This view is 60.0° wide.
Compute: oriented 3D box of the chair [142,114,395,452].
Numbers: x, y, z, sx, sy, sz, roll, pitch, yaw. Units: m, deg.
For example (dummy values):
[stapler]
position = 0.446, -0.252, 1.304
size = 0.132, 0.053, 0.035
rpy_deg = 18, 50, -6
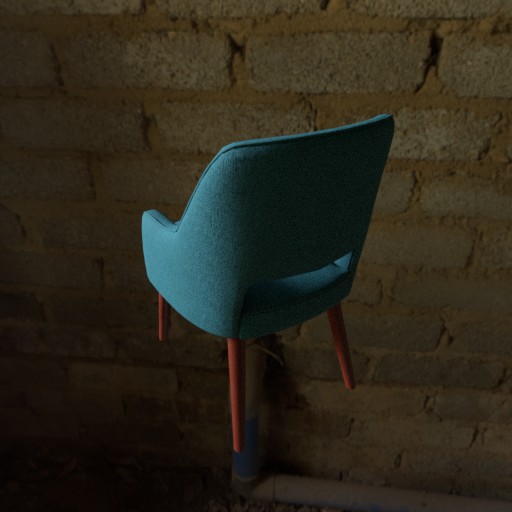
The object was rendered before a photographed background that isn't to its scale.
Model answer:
[chair]
position = 0.000, 0.000, 1.249
size = 0.548, 0.849, 0.605
rpy_deg = -18, 36, -27
